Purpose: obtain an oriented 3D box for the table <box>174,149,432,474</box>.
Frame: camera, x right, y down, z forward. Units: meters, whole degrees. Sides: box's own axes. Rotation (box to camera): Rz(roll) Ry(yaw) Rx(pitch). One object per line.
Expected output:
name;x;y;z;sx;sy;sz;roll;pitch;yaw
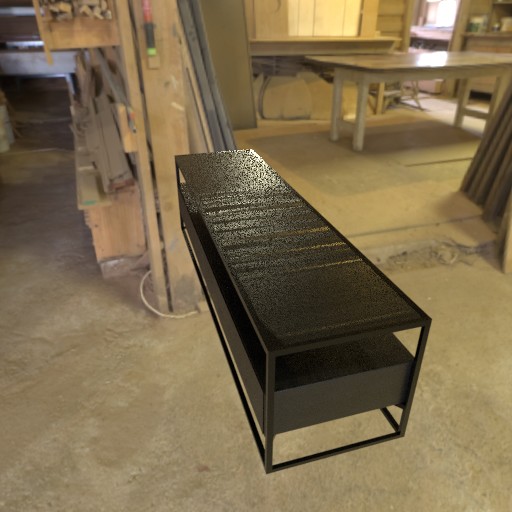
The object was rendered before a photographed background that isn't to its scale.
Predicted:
table;0.000;0.000;1.680;0.399;0.395;1.486;-8;30;-14
